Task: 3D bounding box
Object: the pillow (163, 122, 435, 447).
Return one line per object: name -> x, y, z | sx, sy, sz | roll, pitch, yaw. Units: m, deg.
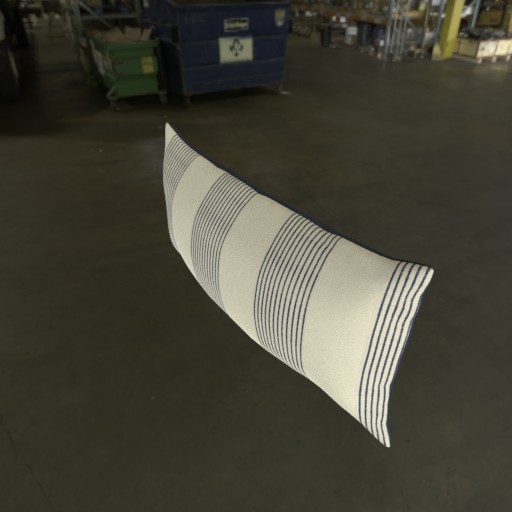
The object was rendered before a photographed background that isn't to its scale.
pillow -> 0.000, 0.000, 0.717 | 0.151, 0.287, 0.610 | -21, 38, -29
